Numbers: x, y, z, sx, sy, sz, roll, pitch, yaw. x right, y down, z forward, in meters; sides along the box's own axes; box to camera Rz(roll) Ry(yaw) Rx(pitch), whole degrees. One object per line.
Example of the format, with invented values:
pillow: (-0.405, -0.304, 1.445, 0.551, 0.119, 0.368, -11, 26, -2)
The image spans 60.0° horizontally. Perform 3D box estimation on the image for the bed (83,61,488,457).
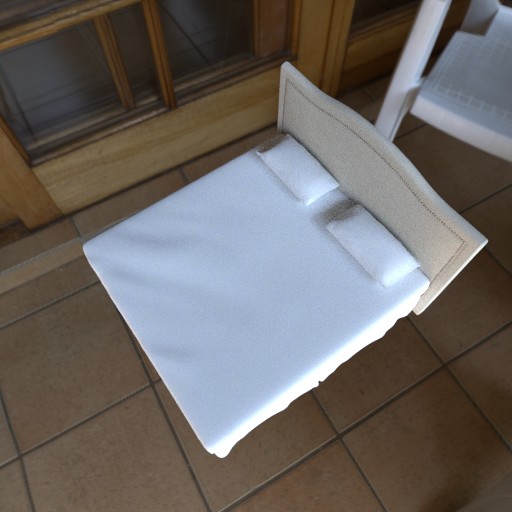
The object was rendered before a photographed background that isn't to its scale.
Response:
bed: (0.000, 0.000, 3.443, 2.182, 1.421, 2.083, -33, 67, -16)
